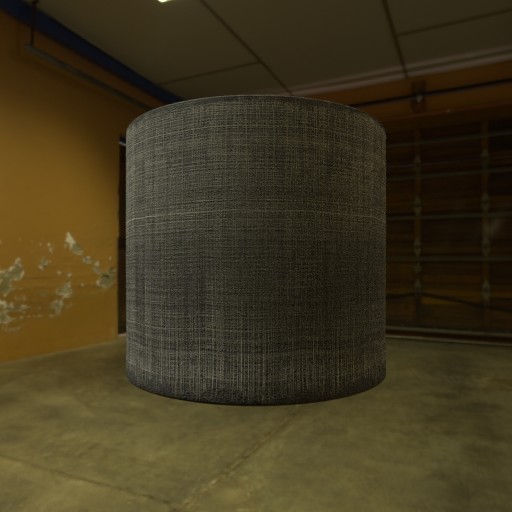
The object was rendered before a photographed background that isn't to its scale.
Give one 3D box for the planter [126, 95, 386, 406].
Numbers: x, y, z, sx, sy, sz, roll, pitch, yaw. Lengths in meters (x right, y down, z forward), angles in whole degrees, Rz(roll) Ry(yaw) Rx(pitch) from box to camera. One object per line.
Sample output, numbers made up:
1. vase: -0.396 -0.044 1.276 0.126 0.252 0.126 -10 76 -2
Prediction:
1. planter: 0.000 0.000 0.391 0.221 0.201 0.221 0 -2 0
